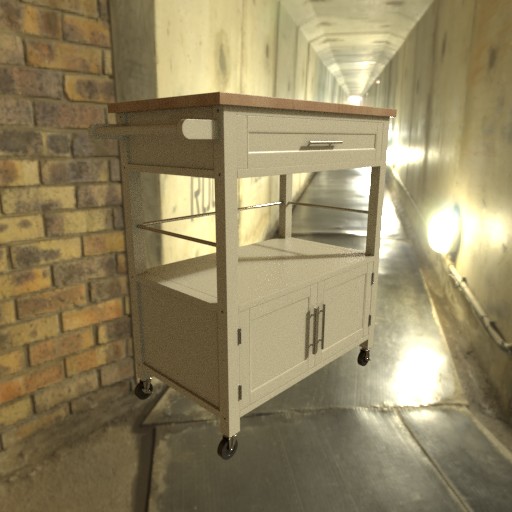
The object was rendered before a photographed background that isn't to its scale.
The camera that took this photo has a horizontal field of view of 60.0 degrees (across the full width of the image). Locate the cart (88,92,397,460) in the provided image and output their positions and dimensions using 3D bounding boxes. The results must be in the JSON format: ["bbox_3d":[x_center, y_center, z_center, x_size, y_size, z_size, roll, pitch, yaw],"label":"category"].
[{"bbox_3d":[0.000,0.000,1.402,0.459,0.901,0.840,14,20,42],"label":"cart"}]
